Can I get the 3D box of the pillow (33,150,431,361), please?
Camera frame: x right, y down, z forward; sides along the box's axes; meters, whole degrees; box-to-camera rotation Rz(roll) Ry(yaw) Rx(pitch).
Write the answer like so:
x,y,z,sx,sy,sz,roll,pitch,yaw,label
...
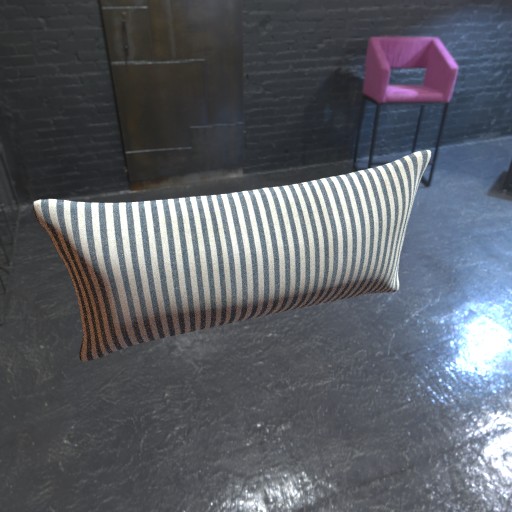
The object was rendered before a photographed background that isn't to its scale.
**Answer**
x,y,z,sx,sy,sz,roll,pitch,yaw,label
0.000,0.000,0.737,0.617,0.295,0.151,-10,34,-15,pillow
